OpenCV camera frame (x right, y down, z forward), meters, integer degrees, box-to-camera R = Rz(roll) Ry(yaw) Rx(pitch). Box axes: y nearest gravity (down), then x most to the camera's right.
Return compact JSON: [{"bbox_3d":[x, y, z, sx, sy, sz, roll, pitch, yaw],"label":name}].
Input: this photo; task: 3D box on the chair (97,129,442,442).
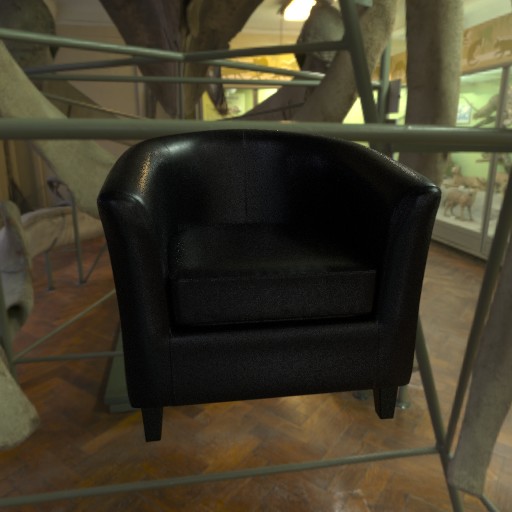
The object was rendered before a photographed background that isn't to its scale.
[{"bbox_3d":[0.000,0.000,1.366,0.793,0.756,0.727,-2,16,-8],"label":"chair"}]
